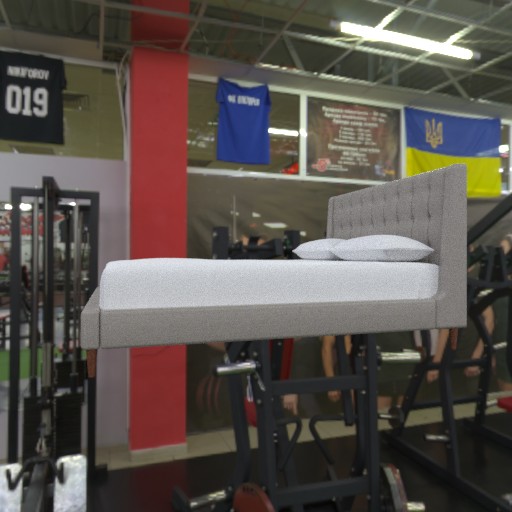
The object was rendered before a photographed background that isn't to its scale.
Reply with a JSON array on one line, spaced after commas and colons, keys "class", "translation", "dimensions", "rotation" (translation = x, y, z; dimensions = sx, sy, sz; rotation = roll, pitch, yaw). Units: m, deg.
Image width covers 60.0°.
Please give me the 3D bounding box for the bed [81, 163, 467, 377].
[{"class": "bed", "translation": [0.000, 0.000, 3.183], "dimensions": [2.232, 1.147, 1.656], "rotation": [0, 0, -17]}]
